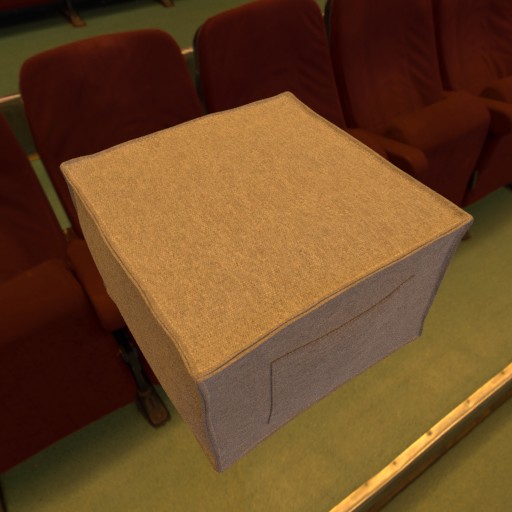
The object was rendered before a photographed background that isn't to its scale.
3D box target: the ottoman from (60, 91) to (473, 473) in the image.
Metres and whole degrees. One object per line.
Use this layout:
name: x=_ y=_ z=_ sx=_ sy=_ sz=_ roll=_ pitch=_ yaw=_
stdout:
ottoman: x=0.000 y=0.000 z=1.137 sx=0.707 sy=0.470 sz=0.696 roll=-26 pitch=52 yaw=-23
